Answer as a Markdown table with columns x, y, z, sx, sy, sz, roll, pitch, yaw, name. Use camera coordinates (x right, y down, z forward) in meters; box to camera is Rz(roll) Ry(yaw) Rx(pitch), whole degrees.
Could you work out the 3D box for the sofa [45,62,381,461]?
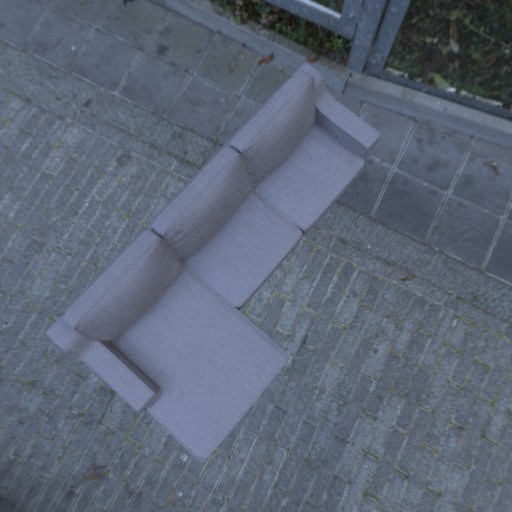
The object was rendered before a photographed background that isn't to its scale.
| x | y | z | sx | sy | sz | roll | pitch | yaw | name |
| --- | --- | --- | --- | --- | --- | --- | --- | --- | --- |
| 0.000 | 0.000 | 3.151 | 1.294 | 0.928 | 2.561 | 40 | 79 | 9 | sofa |
